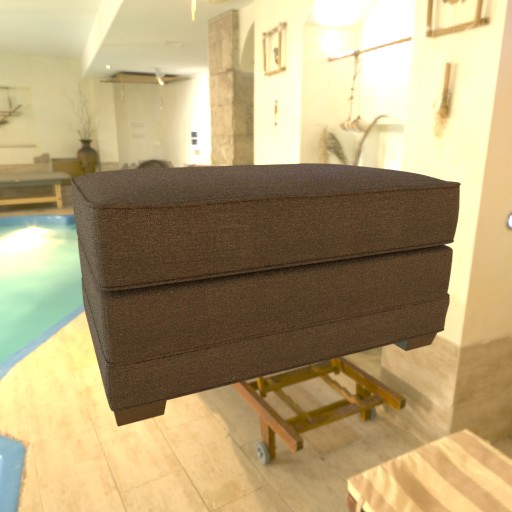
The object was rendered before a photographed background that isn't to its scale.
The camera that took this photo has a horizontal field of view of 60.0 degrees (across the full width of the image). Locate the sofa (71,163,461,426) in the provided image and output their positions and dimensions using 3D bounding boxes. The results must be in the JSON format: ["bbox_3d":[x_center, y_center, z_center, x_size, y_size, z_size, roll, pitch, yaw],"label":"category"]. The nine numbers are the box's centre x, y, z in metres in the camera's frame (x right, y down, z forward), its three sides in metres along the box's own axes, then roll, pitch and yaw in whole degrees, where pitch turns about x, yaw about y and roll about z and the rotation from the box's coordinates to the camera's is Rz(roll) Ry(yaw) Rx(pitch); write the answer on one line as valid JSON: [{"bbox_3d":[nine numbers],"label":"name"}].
[{"bbox_3d":[0.000,0.000,1.175,0.854,0.457,0.578,-7,17,-24],"label":"sofa"}]
